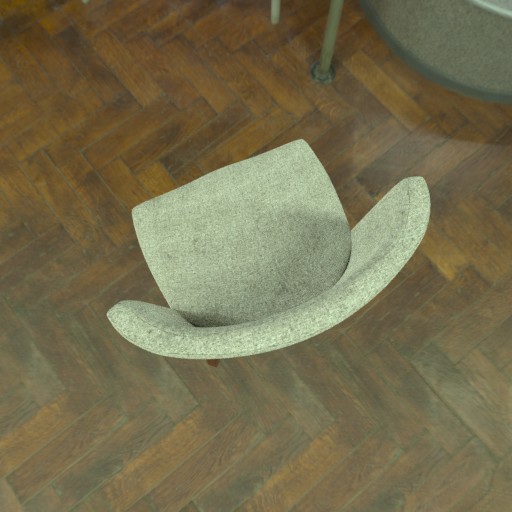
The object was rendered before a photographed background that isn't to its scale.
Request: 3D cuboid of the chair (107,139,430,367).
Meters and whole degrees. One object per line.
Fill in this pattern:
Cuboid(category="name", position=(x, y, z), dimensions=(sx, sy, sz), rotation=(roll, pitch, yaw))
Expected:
Cuboid(category="chair", position=(0.000, 0.000, 1.301), dimensions=(0.728, 0.827, 0.575), rotation=(-24, 76, -6))
